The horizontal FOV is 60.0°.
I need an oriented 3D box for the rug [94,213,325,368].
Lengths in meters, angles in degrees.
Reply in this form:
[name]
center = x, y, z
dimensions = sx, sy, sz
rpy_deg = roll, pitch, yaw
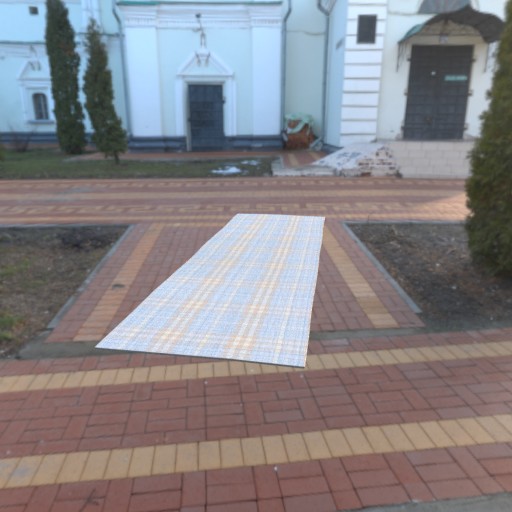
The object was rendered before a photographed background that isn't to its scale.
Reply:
[rug]
center = 0.000, 0.000, 2.692
dimensions = 0.762, 0.013, 2.439
rpy_deg = 3, 17, 10
